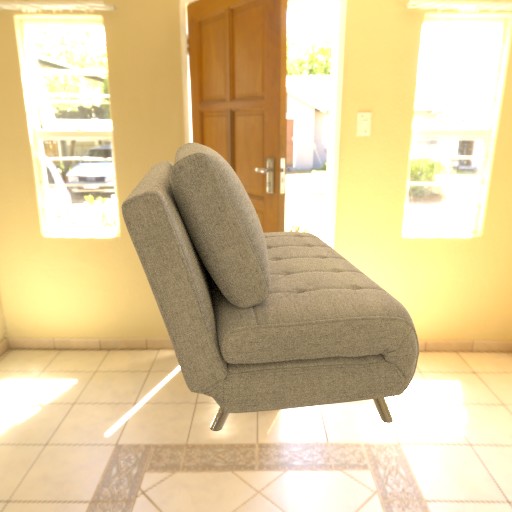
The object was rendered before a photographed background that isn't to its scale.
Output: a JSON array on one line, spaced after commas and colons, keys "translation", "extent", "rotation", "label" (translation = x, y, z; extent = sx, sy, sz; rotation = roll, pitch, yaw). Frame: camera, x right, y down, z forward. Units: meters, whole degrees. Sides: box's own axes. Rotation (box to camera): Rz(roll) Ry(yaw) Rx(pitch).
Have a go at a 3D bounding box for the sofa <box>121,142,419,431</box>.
[{"translation": [0.000, 0.000, 1.882], "extent": [0.910, 0.910, 1.220], "rotation": [-2, 16, -9], "label": "sofa"}]
